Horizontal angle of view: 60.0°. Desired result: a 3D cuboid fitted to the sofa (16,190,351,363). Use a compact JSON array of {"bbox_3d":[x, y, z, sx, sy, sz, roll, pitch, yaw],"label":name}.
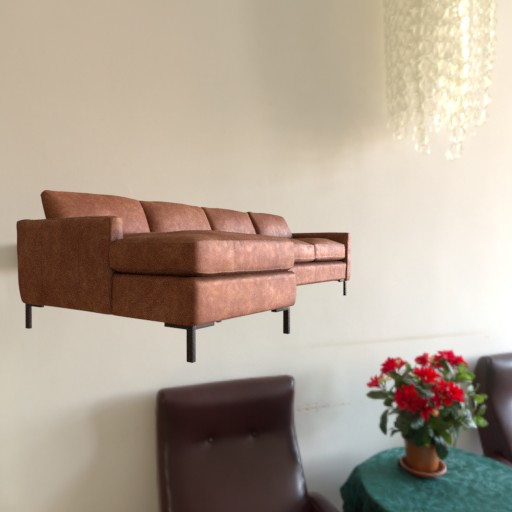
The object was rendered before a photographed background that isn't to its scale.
[{"bbox_3d":[0.000,0.000,3.476,1.471,0.859,2.993,1,1,35],"label":"sofa"}]
